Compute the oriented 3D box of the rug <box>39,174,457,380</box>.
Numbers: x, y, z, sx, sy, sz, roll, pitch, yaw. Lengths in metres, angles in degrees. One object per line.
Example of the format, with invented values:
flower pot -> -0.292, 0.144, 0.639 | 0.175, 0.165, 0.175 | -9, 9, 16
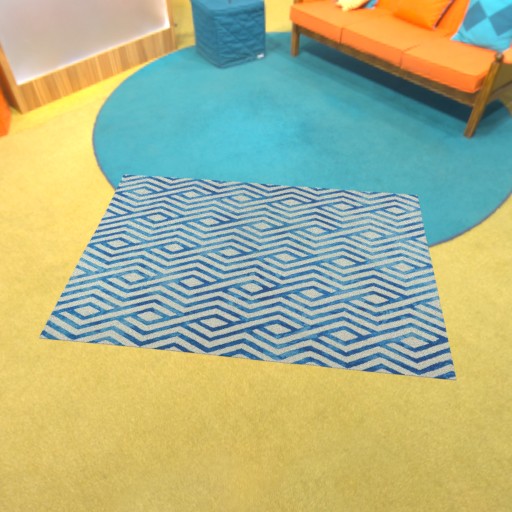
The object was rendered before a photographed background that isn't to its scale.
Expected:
rug -> 0.000, 0.000, 2.340 | 1.830, 0.008, 1.225 | 5, 47, 4
